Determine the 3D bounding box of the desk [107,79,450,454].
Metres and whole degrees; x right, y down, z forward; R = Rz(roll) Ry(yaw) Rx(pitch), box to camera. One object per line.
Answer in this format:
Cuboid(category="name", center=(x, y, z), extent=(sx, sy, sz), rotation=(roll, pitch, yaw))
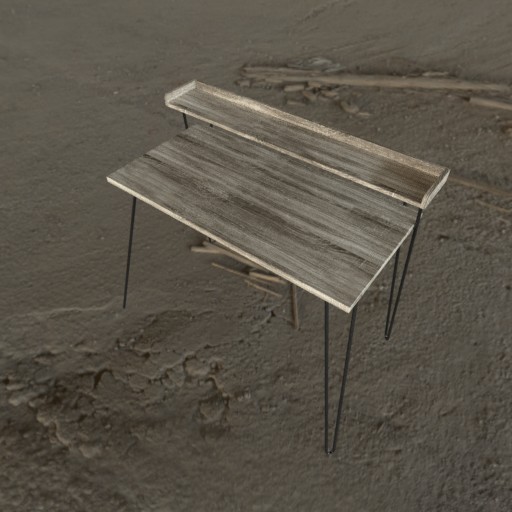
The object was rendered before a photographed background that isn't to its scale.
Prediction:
Cuboid(category="desk", center=(0.000, 0.000, 1.688), extent=(1.135, 0.899, 0.605), rotation=(28, 52, 25))
